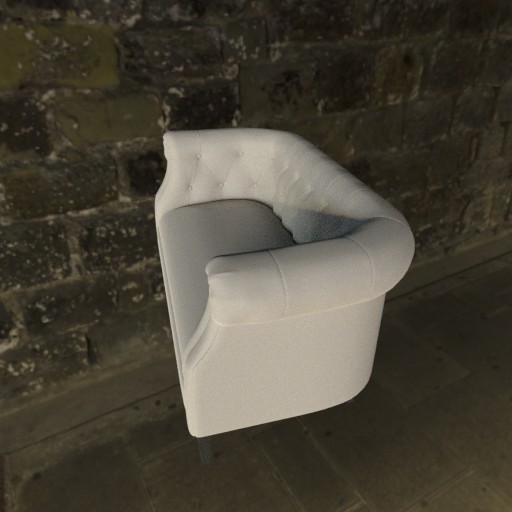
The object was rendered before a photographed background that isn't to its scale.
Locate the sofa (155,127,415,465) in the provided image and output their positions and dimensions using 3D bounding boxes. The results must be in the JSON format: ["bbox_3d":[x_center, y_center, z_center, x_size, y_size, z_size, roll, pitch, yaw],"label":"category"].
[{"bbox_3d":[0.000,0.000,2.018,0.835,0.827,1.558,-8,31,-13],"label":"sofa"}]
